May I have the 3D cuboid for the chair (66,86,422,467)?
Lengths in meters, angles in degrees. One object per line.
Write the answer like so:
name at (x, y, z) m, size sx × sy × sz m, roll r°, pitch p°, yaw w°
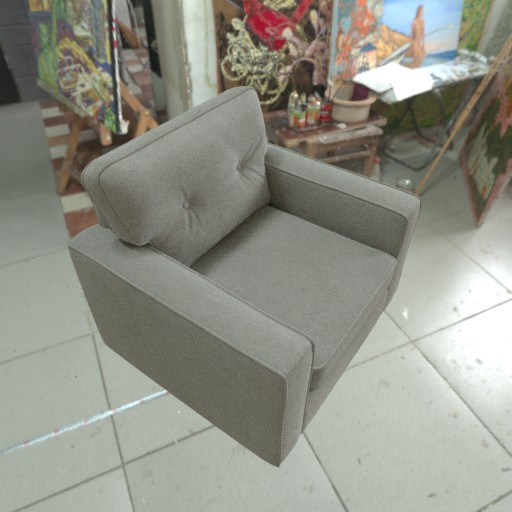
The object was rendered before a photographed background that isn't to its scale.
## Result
chair at (0.000, 0.000, 1.737) m, size 0.939 × 0.965 × 1.015 m, roll 26°, pitch 49°, yaw 26°
